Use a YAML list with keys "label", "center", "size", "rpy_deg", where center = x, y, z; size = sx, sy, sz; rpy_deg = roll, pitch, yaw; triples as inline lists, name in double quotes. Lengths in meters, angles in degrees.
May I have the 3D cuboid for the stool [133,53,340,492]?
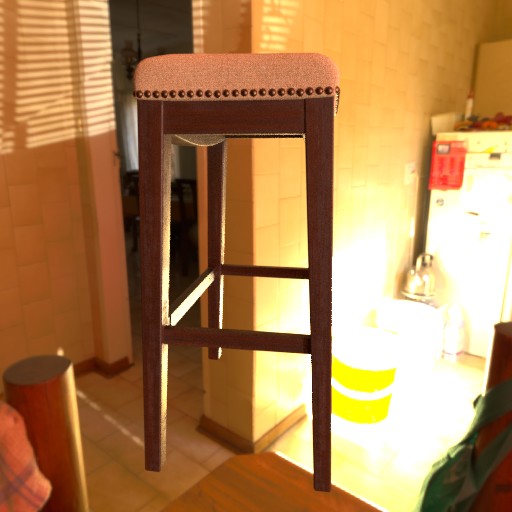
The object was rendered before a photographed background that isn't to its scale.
- label: "stool"
  center: [0.000, 0.000, 0.998]
  size: [0.363, 0.768, 0.509]
  rpy_deg: [2, 14, 9]
